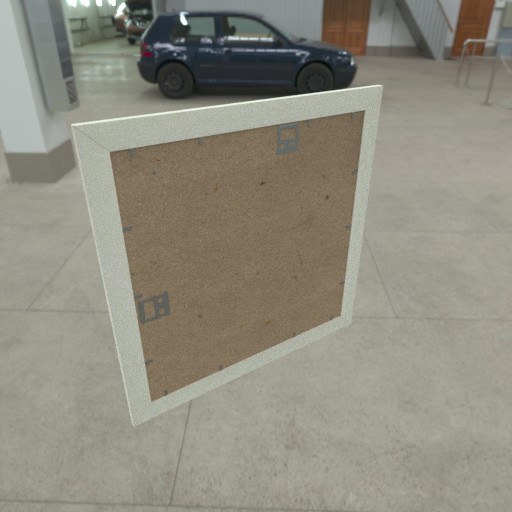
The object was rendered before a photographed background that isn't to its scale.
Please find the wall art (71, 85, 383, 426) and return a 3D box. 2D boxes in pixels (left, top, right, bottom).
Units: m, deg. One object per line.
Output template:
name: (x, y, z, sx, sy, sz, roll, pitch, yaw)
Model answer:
wall art: (0.000, 0.000, 0.874, 0.584, 0.584, 0.013, -18, 35, -29)
